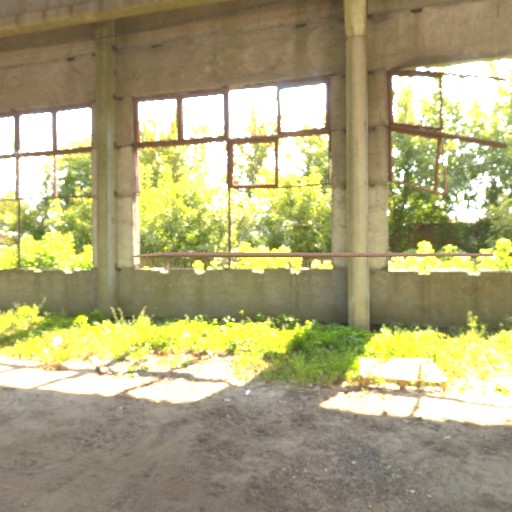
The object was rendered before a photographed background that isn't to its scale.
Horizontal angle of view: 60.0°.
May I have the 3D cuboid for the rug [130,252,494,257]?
[{"bbox_3d":[0.000,0.000,2.975,1.523,0.014,2.438,0,0,-18],"label":"rug"}]
